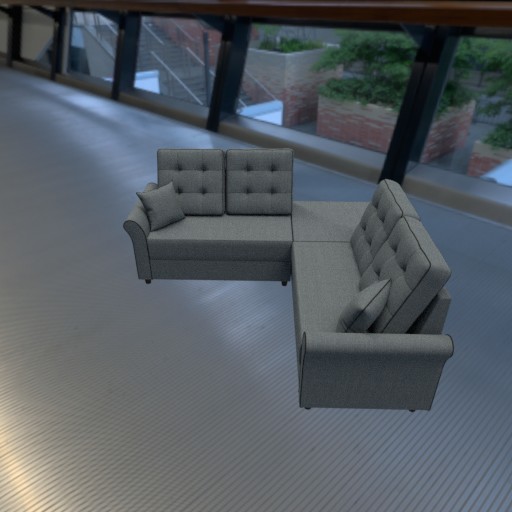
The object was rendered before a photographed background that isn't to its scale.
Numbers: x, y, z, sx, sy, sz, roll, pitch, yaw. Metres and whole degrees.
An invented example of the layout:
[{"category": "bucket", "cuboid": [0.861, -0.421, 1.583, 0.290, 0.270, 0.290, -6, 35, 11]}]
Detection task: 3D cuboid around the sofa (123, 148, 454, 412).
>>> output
[{"category": "sofa", "cuboid": [0.000, 0.000, 3.195, 2.068, 0.988, 2.070, 1, 32, 1]}]
